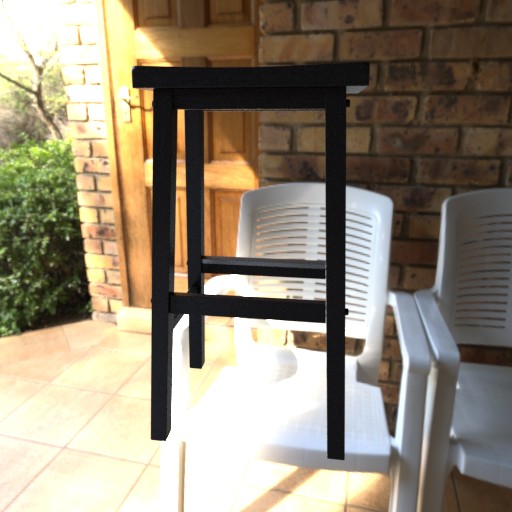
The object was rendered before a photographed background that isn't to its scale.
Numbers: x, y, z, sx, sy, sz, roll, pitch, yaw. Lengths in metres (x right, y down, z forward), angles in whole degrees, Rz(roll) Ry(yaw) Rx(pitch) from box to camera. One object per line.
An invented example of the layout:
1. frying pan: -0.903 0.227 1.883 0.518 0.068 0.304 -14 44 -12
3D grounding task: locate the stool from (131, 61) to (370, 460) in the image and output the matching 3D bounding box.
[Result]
1. stool: 0.000 0.000 0.956 0.406 0.742 0.322 3 17 8
